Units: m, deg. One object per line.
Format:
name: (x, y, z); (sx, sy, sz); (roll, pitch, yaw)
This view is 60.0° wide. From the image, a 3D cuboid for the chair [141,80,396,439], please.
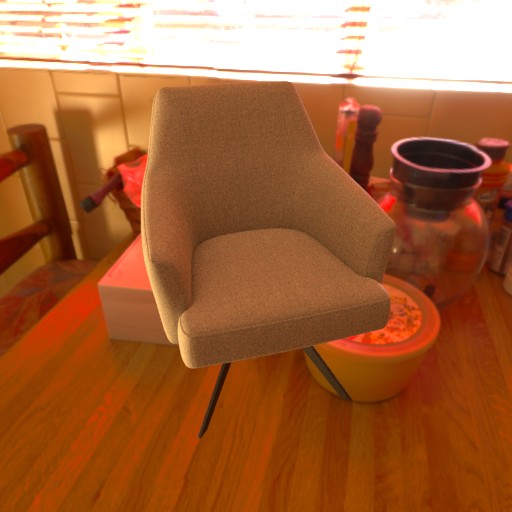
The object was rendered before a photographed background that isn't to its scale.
chair: (0.000, 0.000, 1.322); (0.642, 0.874, 0.677); (-9, 32, -14)
